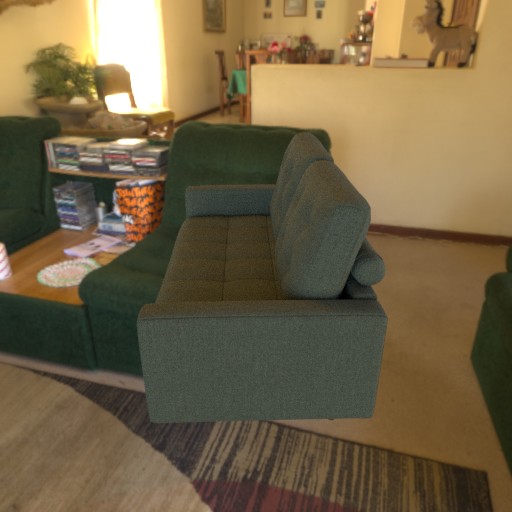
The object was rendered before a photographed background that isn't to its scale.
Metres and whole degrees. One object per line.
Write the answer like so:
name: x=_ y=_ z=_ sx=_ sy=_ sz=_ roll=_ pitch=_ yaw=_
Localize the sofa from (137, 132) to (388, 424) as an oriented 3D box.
sofa: x=0.000 y=0.000 z=2.034 sx=0.842 sy=0.907 sz=1.407 roll=-1 pitch=26 yaw=-1
